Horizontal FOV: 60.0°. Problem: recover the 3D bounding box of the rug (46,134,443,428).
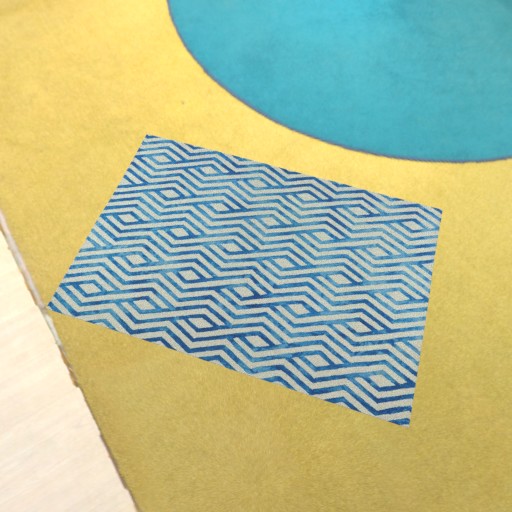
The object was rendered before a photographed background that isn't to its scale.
[{"bbox_3d":[0.000,0.000,2.374,1.830,0.008,1.225,16,64,8],"label":"rug"}]
